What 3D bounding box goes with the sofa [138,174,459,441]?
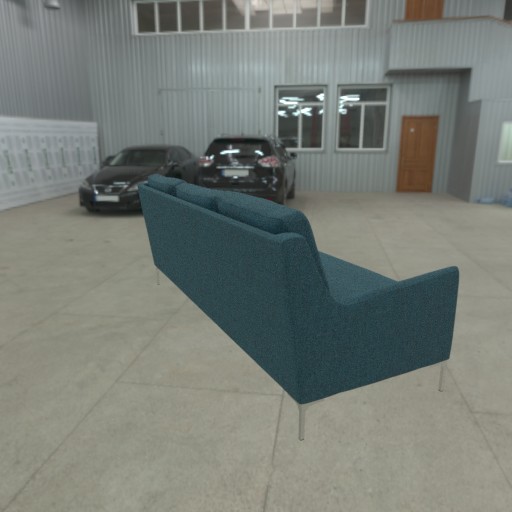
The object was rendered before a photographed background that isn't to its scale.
[{"bbox_3d":[0.000,0.000,2.506,0.849,0.837,2.060,-7,16,-26],"label":"sofa"}]
